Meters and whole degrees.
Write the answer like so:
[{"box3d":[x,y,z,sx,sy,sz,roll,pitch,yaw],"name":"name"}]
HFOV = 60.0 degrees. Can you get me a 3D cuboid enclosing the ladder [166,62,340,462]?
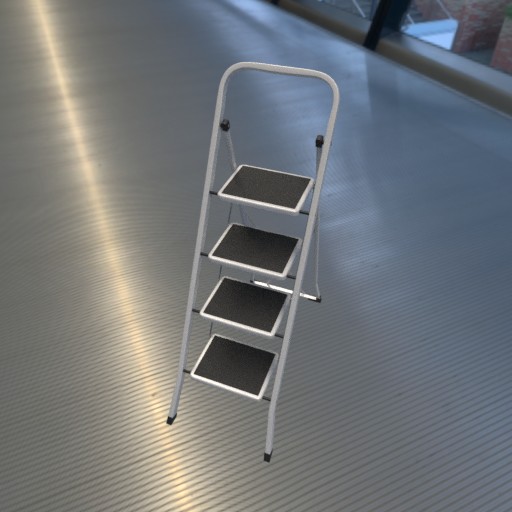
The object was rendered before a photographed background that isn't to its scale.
[{"box3d":[0.000,0.000,1.700,0.460,1.265,0.914,14,43,15],"name":"ladder"}]
